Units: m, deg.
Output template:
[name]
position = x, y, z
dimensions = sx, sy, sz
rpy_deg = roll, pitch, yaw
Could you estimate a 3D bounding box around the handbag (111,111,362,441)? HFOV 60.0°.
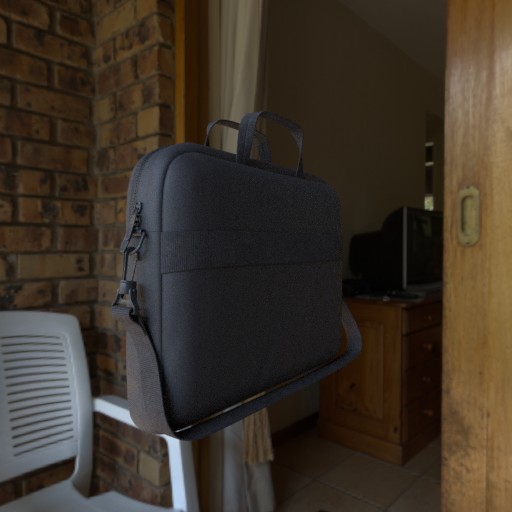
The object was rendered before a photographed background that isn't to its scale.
[handbag]
position = 0.000, 0.000, 0.418
dimensions = 0.089, 0.244, 0.320
rpy_deg = 1, 2, 36
